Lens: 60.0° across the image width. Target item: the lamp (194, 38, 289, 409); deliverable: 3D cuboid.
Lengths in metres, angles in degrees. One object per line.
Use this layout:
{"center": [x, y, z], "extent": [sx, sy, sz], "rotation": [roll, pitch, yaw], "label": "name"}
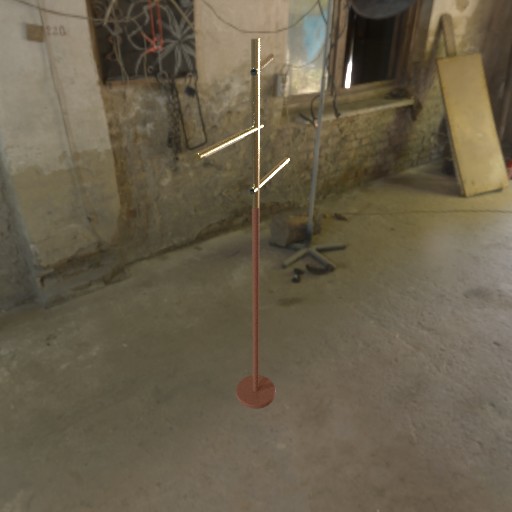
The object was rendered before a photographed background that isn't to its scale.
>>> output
{"center": [0.000, 0.000, 1.928], "extent": [0.209, 1.704, 0.737], "rotation": [8, 32, 13], "label": "lamp"}
